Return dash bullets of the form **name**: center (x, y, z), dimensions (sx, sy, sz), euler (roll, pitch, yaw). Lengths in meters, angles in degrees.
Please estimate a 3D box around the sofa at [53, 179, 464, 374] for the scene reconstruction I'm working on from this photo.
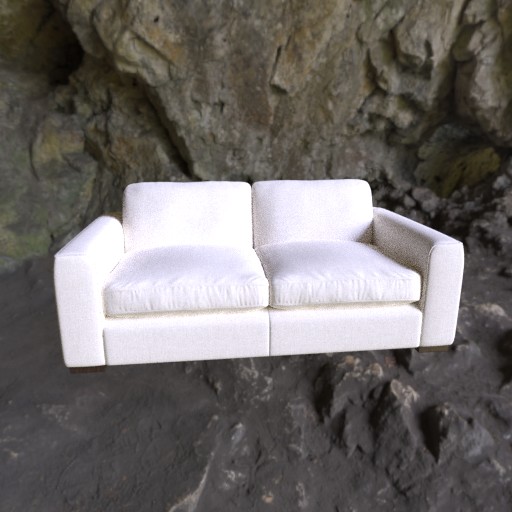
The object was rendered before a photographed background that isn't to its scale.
- **sofa**: center (0.000, 0.000, 2.531), dimensions (1.920, 0.801, 1.069), euler (-2, 16, -7)
